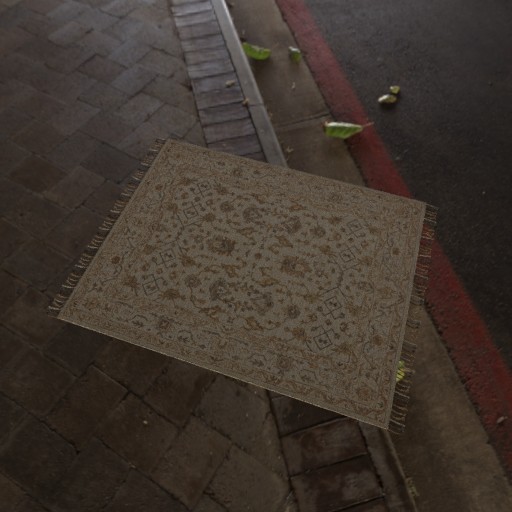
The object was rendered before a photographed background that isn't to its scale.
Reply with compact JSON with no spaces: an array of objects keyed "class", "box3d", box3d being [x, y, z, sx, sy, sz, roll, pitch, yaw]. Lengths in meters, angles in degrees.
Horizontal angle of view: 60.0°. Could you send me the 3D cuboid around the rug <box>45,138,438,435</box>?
[{"class":"rug","box3d":[0.000,0.000,2.306,1.726,0.009,1.278,16,60,10]}]
